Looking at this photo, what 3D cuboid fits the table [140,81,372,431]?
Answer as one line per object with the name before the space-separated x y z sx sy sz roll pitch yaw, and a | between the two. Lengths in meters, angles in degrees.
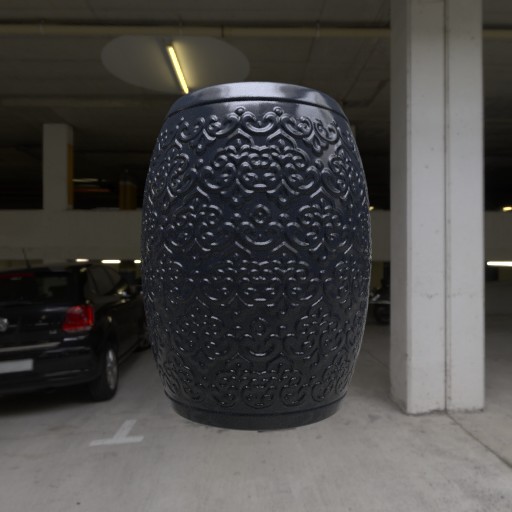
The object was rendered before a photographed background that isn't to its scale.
table | 0.000 0.000 0.612 0.309 0.397 0.309 0 0 0
